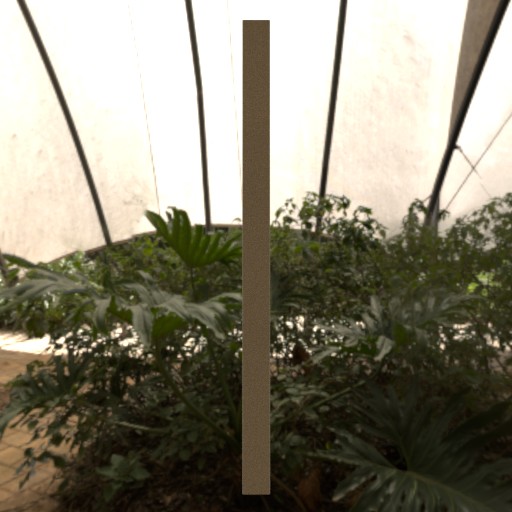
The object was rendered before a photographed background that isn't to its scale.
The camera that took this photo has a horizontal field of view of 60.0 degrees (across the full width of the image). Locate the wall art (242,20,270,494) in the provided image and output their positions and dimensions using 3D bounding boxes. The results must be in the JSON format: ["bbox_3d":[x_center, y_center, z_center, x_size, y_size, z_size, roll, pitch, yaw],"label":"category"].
[{"bbox_3d":[0.000,0.000,0.819,0.037,0.606,0.508,0,1,0],"label":"wall art"}]
